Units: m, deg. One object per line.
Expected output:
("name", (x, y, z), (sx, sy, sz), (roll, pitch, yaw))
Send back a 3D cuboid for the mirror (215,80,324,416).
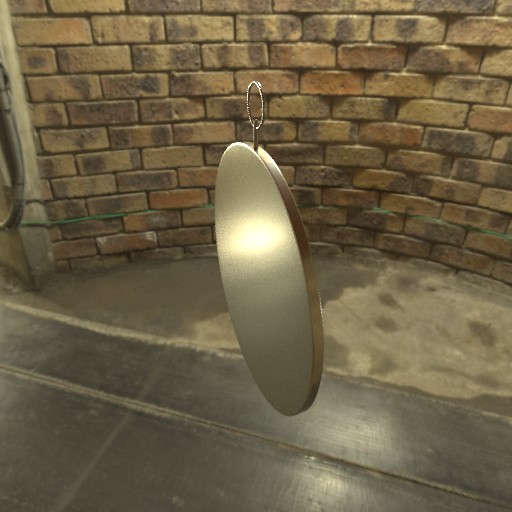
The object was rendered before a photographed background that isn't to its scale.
("mirror", (0.000, 0.000, 0.958), (0.020, 0.713, 0.594), (-11, 32, -18))
